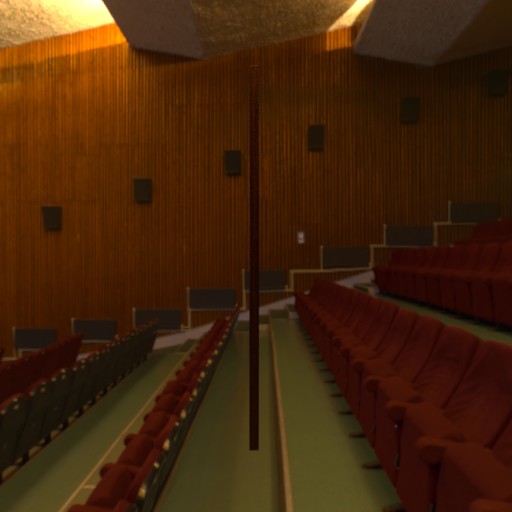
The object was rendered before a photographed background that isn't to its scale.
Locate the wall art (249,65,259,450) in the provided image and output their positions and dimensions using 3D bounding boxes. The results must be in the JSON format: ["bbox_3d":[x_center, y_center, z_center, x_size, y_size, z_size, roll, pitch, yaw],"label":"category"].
[{"bbox_3d":[0.000,0.000,1.051,0.014,0.559,0.816,0,1,0],"label":"wall art"}]
